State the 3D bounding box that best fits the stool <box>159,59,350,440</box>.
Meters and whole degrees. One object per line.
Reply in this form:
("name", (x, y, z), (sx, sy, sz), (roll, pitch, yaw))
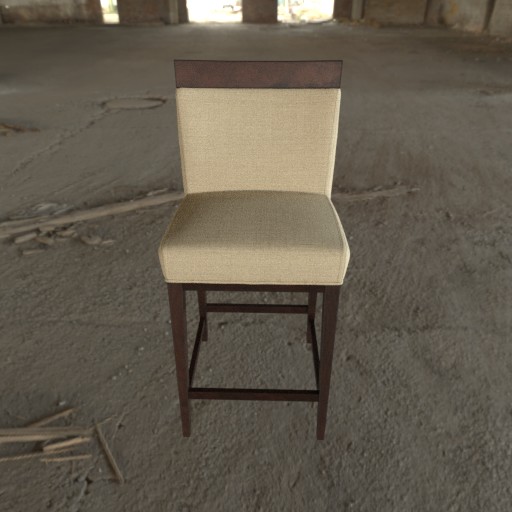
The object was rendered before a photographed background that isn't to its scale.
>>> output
("stool", (0.000, 0.000, 1.429), (0.511, 1.117, 0.531), (1, 30, 1))
